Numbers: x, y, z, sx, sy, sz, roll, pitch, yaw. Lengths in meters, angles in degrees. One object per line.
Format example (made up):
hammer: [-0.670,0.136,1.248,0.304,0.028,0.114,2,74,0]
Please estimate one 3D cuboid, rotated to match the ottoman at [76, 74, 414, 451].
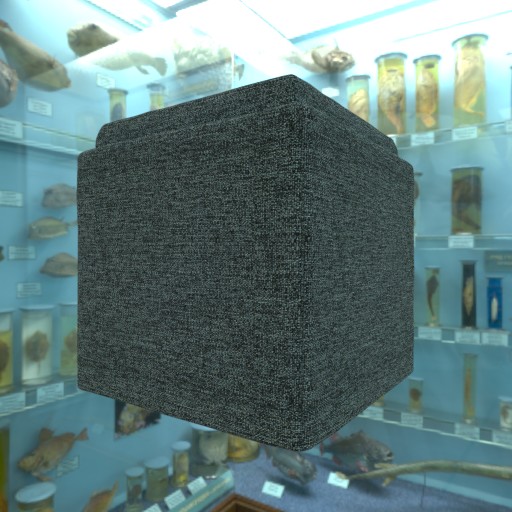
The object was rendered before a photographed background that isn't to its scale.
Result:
ottoman: [0.000,0.000,0.799,0.450,0.463,0.450,0,0,35]
